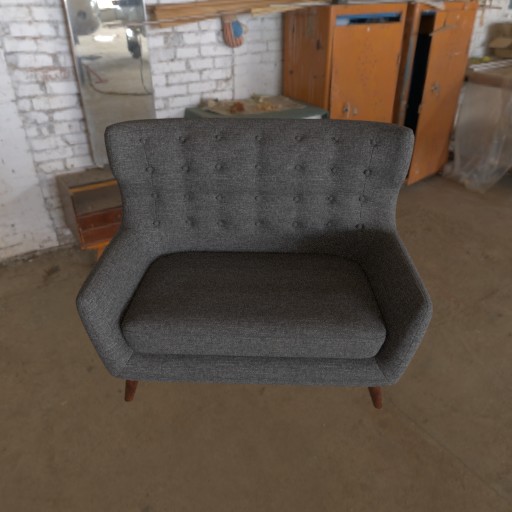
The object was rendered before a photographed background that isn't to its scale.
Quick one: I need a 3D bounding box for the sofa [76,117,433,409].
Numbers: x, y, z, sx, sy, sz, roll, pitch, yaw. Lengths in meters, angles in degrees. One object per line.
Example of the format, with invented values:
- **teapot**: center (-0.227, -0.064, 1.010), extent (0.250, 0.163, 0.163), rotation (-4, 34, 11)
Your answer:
- **sofa**: center (0.000, 0.000, 1.984), extent (1.358, 1.028, 0.874), rotation (1, 32, 2)
